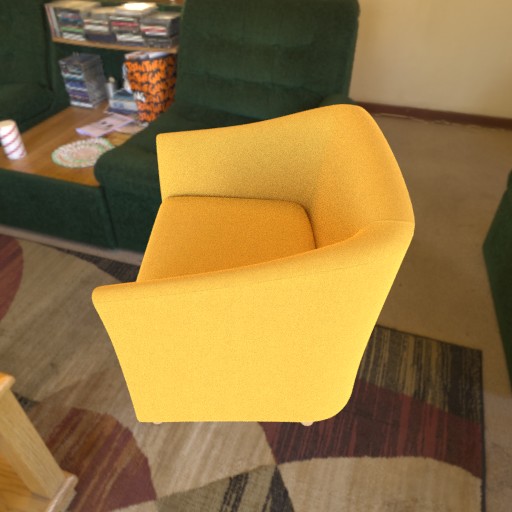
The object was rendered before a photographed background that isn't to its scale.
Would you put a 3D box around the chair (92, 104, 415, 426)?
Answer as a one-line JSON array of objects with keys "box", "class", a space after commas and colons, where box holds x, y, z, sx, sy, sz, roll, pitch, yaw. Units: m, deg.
[{"box": [0.000, 0.000, 1.356, 0.700, 0.720, 0.790, 0, 40, 1], "class": "chair"}]
